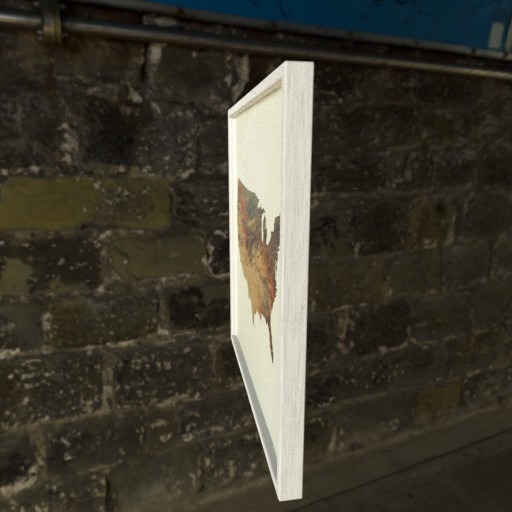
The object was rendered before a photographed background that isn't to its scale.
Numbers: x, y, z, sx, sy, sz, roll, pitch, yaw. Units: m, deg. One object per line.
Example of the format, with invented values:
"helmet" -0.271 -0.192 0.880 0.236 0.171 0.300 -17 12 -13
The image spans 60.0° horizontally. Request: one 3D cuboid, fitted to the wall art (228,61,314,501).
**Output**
"wall art" 0.000 0.000 1.868 0.078 1.288 1.287 -2 13 -10
